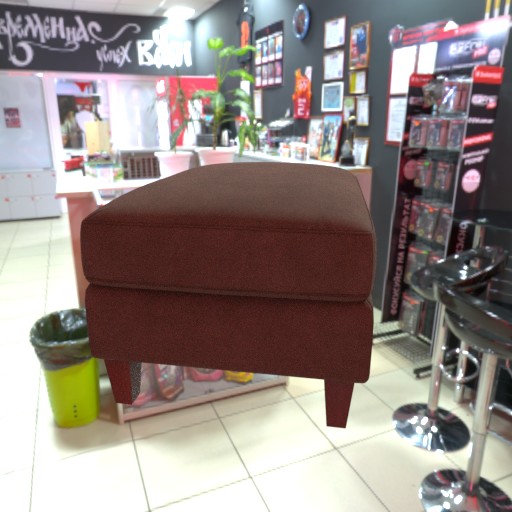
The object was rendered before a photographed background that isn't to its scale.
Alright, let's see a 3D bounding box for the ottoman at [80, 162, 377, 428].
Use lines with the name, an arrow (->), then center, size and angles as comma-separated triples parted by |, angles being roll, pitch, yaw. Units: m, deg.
ottoman -> 0.000, 0.000, 1.245 | 0.584, 0.483, 0.864 | 3, 18, 9
